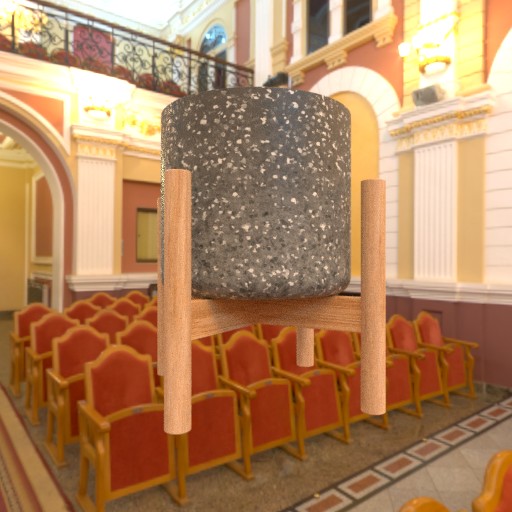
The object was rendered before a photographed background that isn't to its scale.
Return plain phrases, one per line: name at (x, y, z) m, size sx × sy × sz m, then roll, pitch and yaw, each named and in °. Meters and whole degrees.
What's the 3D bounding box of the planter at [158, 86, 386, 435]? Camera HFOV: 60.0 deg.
planter at (0.000, 0.000, 0.529) m, size 0.284 × 0.320 × 0.284 m, roll 0°, pitch 0°, yaw -37°
